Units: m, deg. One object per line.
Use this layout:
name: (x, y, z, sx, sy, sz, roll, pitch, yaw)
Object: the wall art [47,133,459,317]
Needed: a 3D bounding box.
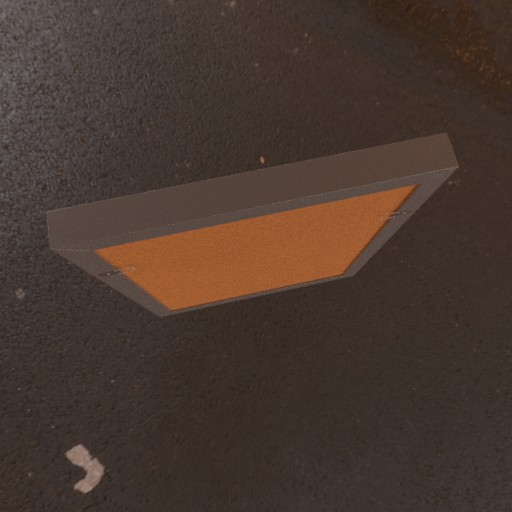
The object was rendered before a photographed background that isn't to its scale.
wall art: (0.000, 0.000, 0.513, 0.308, 0.379, 0.030, -12, 75, -3)
